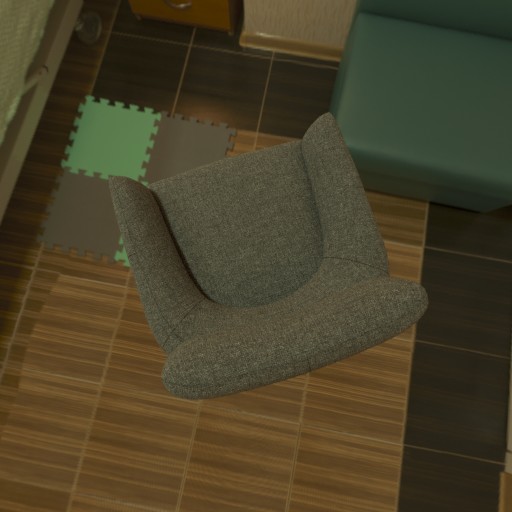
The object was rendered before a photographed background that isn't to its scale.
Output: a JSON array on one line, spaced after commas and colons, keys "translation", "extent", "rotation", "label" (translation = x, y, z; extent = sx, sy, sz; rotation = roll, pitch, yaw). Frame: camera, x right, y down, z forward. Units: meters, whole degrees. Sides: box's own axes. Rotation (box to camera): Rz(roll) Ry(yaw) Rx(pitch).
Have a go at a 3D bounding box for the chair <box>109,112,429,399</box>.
[{"translation": [0.000, 0.000, 1.344], "extent": [0.706, 0.812, 0.715], "rotation": [-18, 76, -4], "label": "chair"}]
